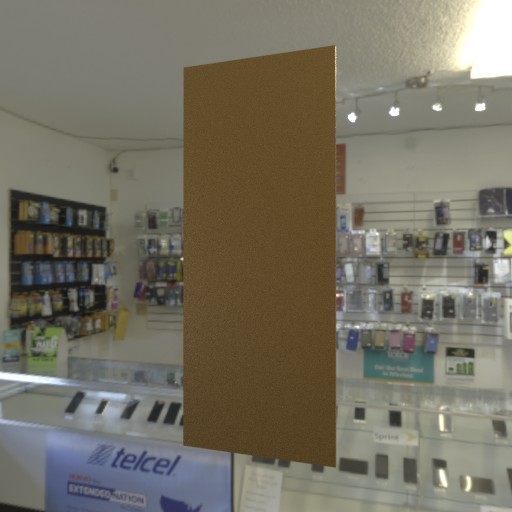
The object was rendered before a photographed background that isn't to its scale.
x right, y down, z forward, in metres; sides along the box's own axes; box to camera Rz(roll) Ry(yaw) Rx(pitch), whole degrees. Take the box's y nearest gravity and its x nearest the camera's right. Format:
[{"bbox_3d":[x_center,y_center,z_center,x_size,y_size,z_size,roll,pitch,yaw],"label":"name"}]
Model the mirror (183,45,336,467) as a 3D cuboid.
[{"bbox_3d":[0.000,0.000,2.268,0.812,2.031,0.025,0,0,18],"label":"mirror"}]
